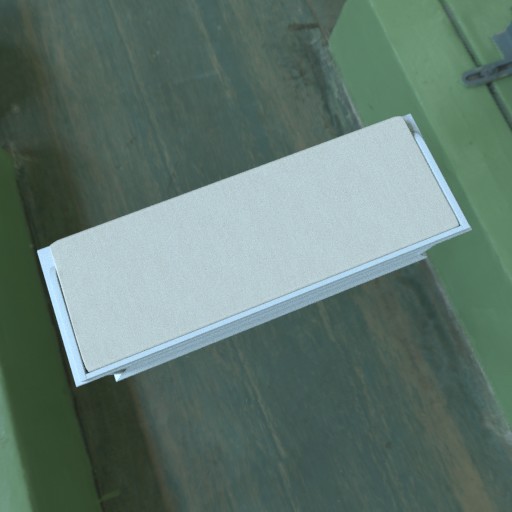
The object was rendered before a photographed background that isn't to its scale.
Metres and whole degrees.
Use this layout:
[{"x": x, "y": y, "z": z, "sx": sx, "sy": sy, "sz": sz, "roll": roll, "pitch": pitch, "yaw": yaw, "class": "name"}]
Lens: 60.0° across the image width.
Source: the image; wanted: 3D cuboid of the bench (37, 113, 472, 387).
[{"x": 0.000, "y": 0.000, "z": 1.460, "sx": 1.185, "sy": 0.486, "sz": 0.402, "roll": -21, "pitch": 77, "yaw": -5, "class": "bench"}]
